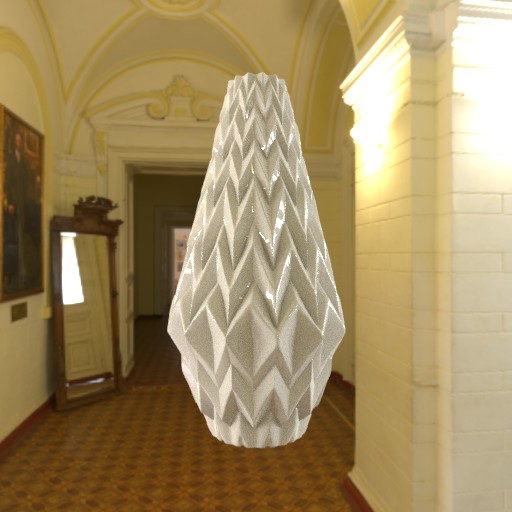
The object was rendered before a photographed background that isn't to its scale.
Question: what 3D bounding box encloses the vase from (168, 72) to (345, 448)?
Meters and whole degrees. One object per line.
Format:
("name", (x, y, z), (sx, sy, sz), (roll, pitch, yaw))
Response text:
("vase", (0.000, 0.000, 0.422), (0.167, 0.328, 0.167), (0, 0, 0))
